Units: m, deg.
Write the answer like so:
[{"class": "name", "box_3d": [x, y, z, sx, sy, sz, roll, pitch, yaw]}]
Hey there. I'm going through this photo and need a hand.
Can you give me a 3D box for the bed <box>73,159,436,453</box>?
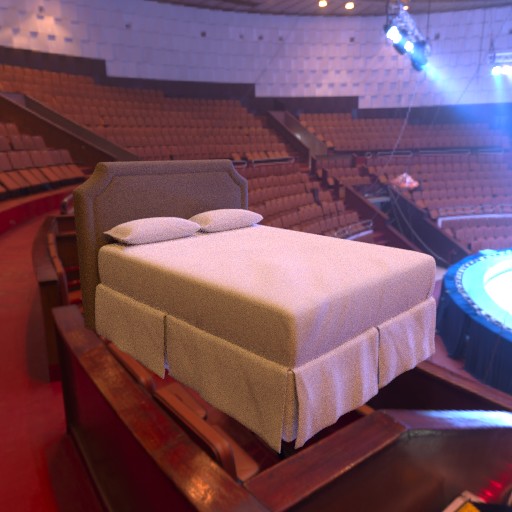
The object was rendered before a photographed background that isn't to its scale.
[{"class": "bed", "box_3d": [0.000, 0.000, 3.156, 1.693, 1.290, 2.116, -13, 19, -43]}]
